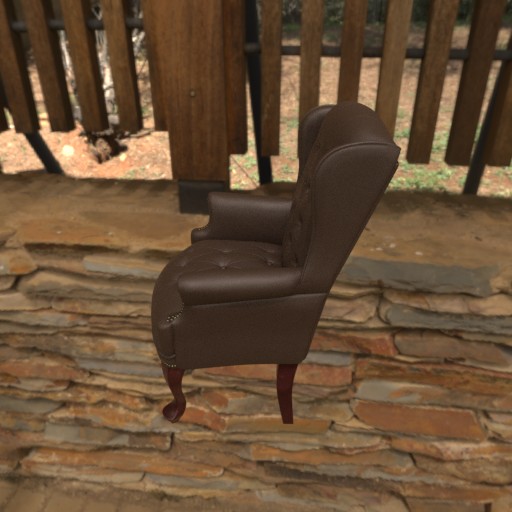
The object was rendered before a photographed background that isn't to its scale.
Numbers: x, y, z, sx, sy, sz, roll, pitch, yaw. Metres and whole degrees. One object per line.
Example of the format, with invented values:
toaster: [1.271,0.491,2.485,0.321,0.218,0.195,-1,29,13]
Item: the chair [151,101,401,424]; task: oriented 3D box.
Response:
chair: [0.000,0.000,1.718,0.819,1.132,0.829,1,27,1]
